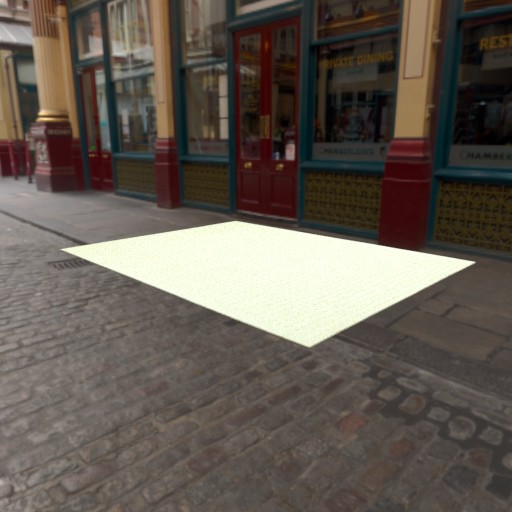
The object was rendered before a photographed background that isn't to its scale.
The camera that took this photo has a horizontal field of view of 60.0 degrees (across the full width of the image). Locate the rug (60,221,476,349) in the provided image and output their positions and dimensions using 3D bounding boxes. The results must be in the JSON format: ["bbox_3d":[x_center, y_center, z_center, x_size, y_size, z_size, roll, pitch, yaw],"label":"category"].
[{"bbox_3d":[0.000,0.000,4.253,3.204,0.016,2.452,13,19,43],"label":"rug"}]
